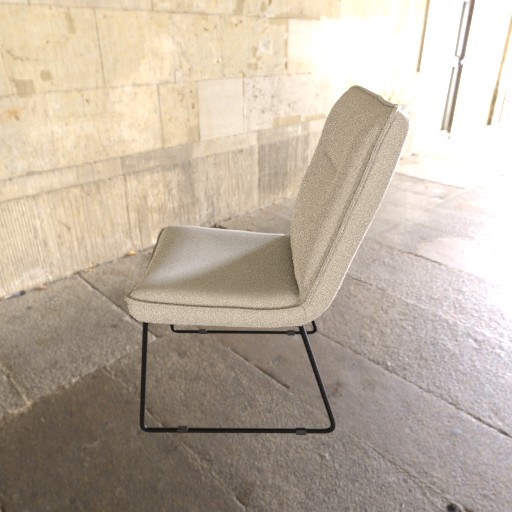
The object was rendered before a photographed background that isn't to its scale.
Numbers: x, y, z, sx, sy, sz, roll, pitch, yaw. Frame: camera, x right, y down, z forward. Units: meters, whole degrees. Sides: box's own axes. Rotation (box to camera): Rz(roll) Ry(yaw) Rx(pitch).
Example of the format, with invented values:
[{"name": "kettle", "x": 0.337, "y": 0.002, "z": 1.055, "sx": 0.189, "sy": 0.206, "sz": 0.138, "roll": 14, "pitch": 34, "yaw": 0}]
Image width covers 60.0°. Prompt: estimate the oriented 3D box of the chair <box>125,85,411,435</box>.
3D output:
[{"name": "chair", "x": 0.000, "y": 0.000, "z": 1.340, "sx": 0.688, "sy": 0.930, "sz": 0.515, "roll": 0, "pitch": 26, "yaw": 1}]
